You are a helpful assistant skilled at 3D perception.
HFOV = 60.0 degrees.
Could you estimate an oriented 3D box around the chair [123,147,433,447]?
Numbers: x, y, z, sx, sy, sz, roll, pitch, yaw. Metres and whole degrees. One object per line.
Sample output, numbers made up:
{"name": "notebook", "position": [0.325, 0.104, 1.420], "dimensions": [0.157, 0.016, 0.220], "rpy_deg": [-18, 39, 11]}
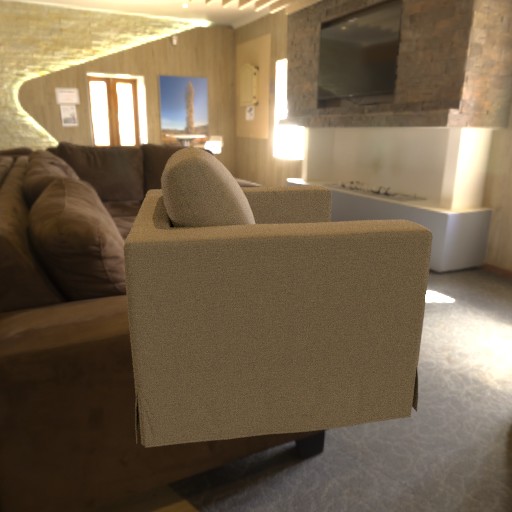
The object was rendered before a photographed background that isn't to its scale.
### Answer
{"name": "chair", "position": [0.000, 0.000, 1.862], "dimensions": [0.957, 0.878, 1.150], "rpy_deg": [-3, 16, -9]}
